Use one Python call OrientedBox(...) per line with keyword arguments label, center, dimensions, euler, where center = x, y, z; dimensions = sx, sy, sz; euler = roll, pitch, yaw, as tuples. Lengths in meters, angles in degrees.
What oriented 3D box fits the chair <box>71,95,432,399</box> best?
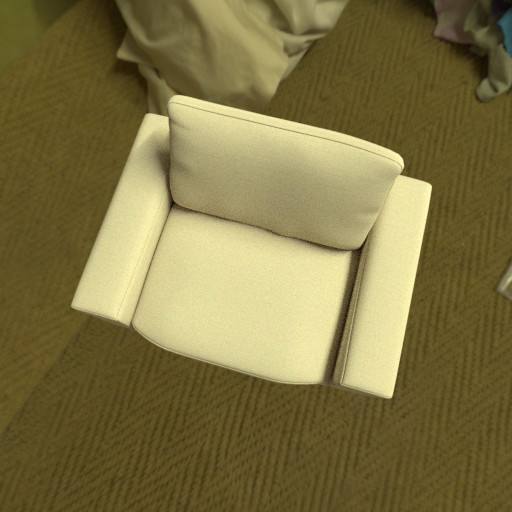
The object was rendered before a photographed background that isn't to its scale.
OrientedBox(label="chair", center=(0.000, 0.000, 2.042), dimensions=(1.398, 0.915, 1.039), euler=(15, 75, 4))
